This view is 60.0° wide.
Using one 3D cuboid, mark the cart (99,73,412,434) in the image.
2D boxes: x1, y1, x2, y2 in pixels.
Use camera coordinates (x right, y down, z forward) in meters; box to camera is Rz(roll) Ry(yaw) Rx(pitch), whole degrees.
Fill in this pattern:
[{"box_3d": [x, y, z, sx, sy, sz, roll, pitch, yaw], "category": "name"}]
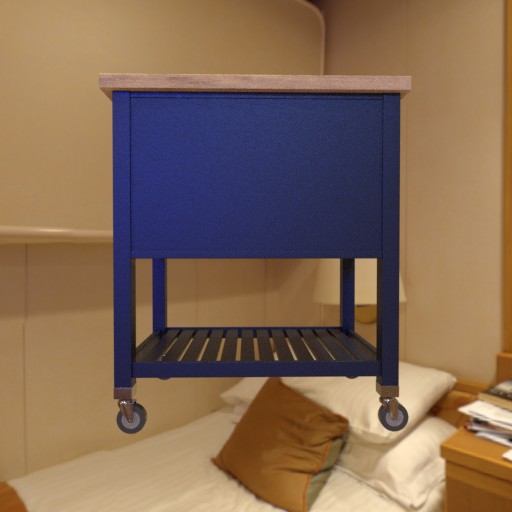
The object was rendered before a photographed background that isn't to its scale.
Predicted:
[{"box_3d": [0.000, 0.000, 1.405, 0.797, 0.920, 0.567, 0, 1, -1], "category": "cart"}]
